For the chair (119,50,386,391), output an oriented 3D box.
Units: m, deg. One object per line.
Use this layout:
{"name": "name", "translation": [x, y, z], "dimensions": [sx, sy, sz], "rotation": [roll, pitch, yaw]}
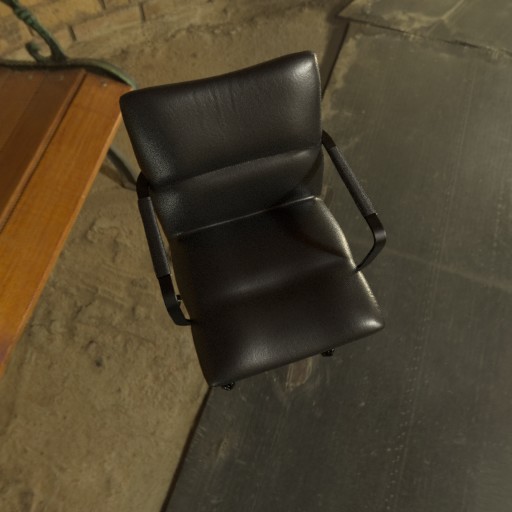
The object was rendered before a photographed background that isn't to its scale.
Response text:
{"name": "chair", "translation": [0.000, 0.000, 1.469], "dimensions": [0.719, 0.922, 0.748], "rotation": [-17, 65, -8]}
